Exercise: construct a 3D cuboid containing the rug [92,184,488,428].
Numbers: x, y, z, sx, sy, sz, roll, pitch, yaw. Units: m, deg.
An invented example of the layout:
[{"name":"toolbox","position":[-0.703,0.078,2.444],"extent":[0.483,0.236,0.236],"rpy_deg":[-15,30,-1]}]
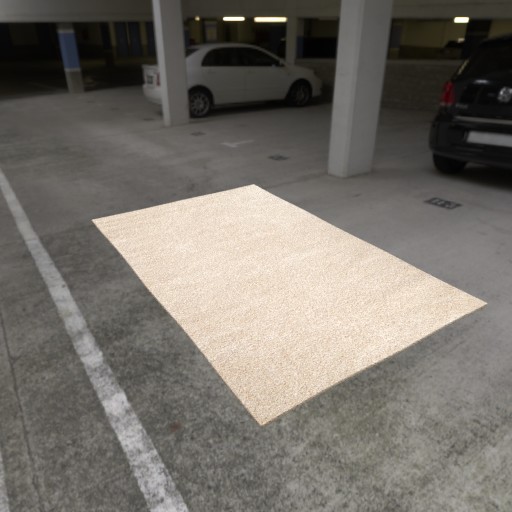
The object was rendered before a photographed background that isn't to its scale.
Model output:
[{"name":"rug","position":[0.000,0.000,2.934],"extent":[1.500,0.025,2.346],"rpy_deg":[-17,33,-29]}]
